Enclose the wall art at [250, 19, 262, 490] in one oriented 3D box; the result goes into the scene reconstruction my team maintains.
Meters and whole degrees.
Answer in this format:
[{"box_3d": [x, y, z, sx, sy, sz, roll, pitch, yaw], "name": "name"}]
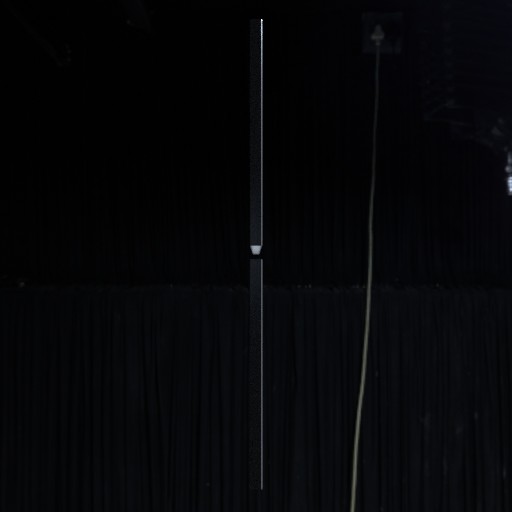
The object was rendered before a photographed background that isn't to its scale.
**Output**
[{"box_3d": [0.000, 0.000, 1.613, 0.029, 1.118, 1.118, 0, -1, 0], "name": "wall art"}]
